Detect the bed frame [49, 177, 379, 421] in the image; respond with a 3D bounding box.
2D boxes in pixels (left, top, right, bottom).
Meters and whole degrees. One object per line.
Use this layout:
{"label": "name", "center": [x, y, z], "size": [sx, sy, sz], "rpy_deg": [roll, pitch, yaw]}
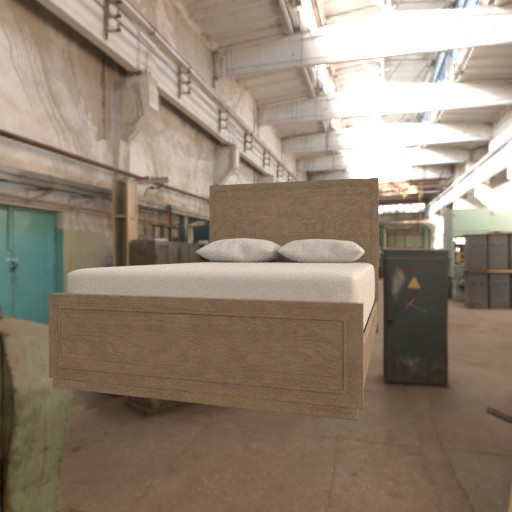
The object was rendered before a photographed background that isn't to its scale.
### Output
{"label": "bed frame", "center": [0.000, 0.000, 3.131], "size": [1.606, 1.369, 2.189], "rpy_deg": [0, 0, 17]}
